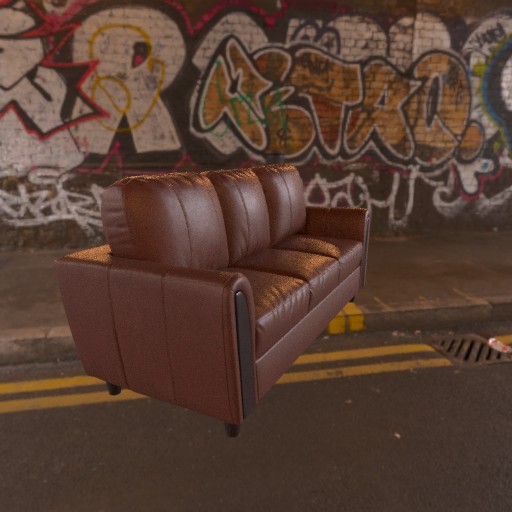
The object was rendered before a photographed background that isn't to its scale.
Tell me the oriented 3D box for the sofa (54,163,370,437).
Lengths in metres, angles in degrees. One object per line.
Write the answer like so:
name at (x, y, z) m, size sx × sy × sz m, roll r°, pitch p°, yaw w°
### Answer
sofa at (0.000, 0.000, 2.340) m, size 0.802 × 0.915 × 1.862 m, roll 7°, pitch 15°, yaw 26°
